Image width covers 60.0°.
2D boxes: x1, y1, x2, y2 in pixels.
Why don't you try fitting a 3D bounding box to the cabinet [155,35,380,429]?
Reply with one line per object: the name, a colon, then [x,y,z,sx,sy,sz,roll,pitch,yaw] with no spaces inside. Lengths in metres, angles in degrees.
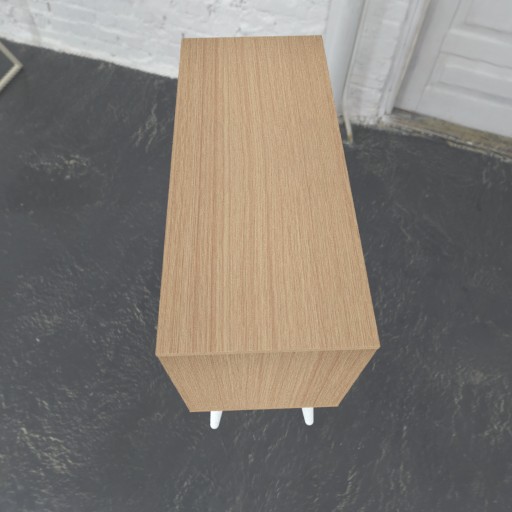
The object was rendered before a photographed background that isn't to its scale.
cabinet: [0.000,0.000,1.607,0.470,1.016,1.057,-2,59,-1]
